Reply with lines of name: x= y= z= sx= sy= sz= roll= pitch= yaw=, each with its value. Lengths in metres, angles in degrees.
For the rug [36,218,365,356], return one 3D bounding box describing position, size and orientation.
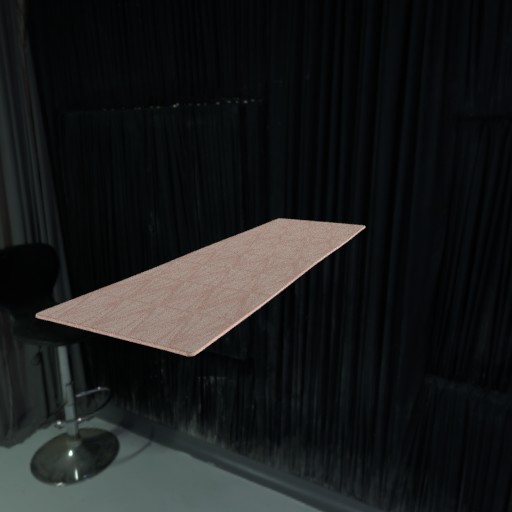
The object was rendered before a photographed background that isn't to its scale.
rug: x=0.000 y=0.000 z=2.640 sx=0.760 sy=0.015 sz=2.435 roll=7 pitch=16 yaw=25
